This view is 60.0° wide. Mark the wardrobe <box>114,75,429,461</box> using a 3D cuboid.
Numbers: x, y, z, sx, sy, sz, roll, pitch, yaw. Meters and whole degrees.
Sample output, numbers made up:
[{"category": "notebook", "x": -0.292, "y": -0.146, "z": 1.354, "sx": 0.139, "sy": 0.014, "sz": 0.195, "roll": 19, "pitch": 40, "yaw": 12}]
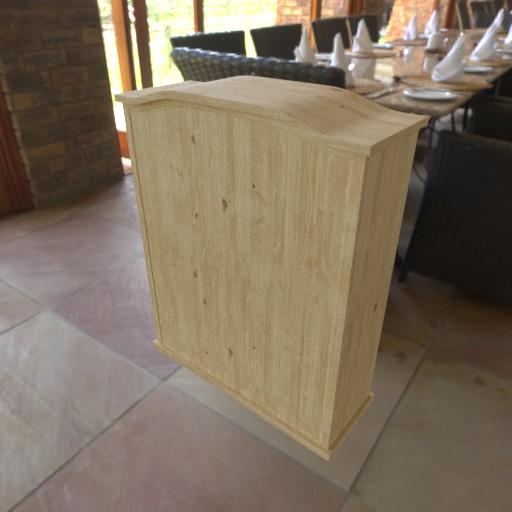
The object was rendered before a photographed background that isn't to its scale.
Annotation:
[{"category": "wardrobe", "x": 0.000, "y": 0.000, "z": 2.603, "sx": 1.500, "sy": 1.870, "sz": 0.570, "roll": 22, "pitch": 37, "yaw": 32}]
